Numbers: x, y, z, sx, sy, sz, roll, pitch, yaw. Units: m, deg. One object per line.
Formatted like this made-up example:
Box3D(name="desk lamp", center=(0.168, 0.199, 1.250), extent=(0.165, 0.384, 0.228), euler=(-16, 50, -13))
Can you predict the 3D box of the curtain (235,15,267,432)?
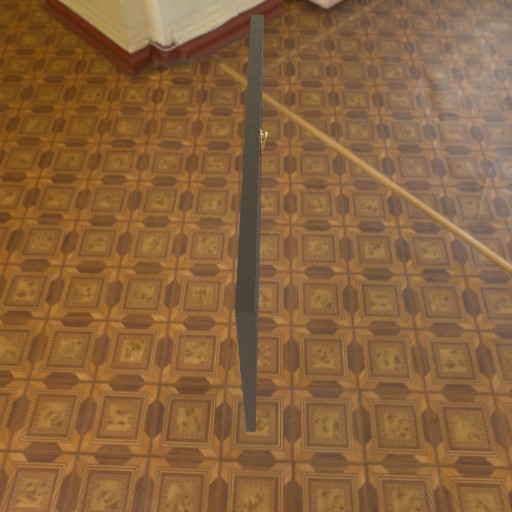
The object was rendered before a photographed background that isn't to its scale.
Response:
Box3D(name="curtain", center=(0.000, 0.000, 0.783), extent=(0.027, 0.585, 0.483), euler=(1, 58, 1))
